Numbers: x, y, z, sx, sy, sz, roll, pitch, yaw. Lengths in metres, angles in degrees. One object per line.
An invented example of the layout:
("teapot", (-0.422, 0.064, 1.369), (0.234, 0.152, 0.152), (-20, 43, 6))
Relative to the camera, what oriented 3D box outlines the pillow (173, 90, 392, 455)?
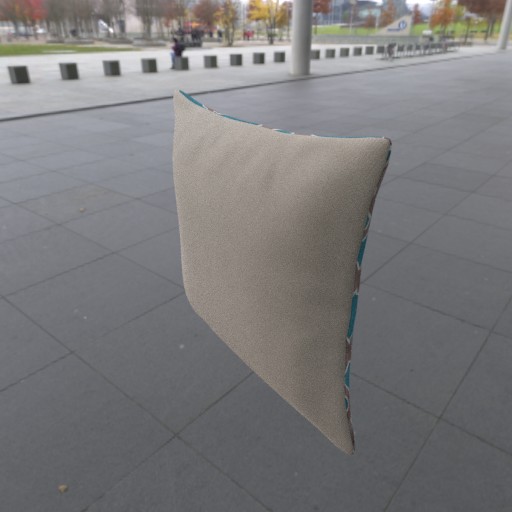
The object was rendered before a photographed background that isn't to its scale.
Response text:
("pillow", (0.000, 0.000, 0.785), (0.166, 0.507, 0.526), (-18, 32, -31))
